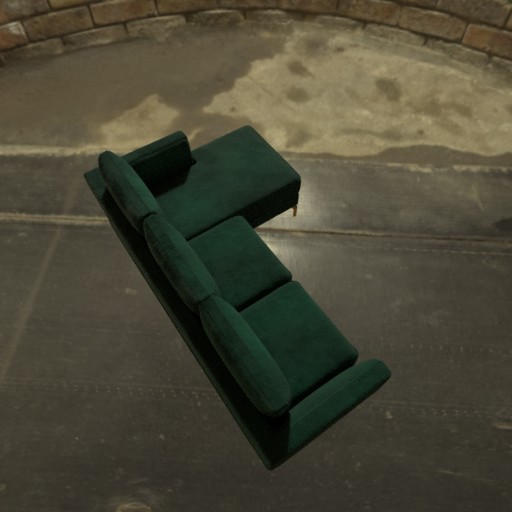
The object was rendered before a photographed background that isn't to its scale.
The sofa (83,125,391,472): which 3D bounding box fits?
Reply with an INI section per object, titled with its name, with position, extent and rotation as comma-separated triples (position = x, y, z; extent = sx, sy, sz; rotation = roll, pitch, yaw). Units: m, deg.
[sofa]
position = 0.000, 0.000, 3.209
extent = 1.489, 1.007, 2.441
rotation = -30, 62, -18
